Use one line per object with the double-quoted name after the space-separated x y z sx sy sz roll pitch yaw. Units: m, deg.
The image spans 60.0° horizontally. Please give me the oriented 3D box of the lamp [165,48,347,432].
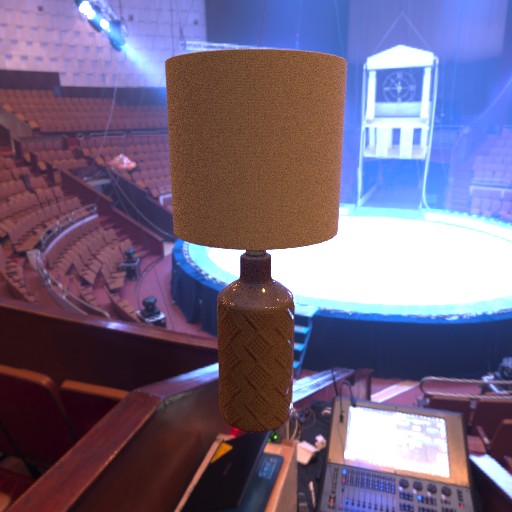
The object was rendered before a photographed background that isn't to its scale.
0.000 0.000 0.575 0.207 0.461 0.207 3 16 10 "lamp"
